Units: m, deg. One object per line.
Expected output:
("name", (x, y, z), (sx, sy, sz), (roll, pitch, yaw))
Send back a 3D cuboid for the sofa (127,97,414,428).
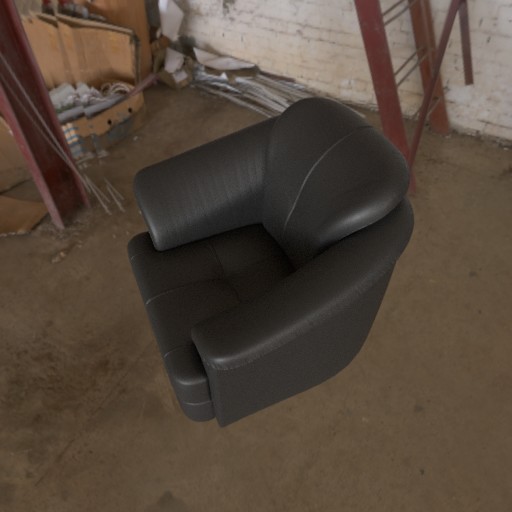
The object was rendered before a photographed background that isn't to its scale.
("sofa", (0.000, 0.000, 1.506), (0.794, 0.811, 0.870), (-18, 49, -16))
